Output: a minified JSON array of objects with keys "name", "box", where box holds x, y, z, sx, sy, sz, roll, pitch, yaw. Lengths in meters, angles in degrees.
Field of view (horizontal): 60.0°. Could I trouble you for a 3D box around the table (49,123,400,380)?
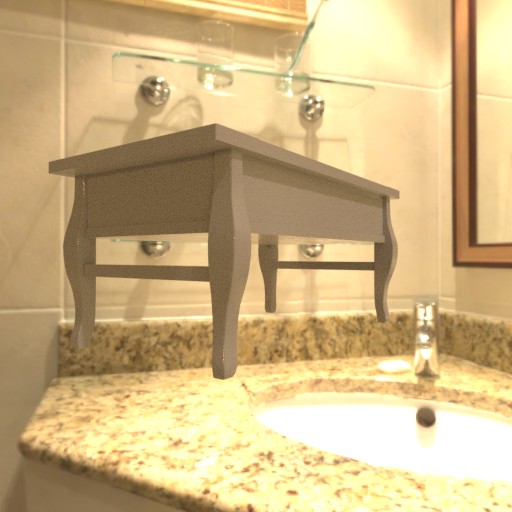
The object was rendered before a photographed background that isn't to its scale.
[{"name":"table","box":[0.000,0.000,1.428,0.600,0.495,1.062,0,0,36]}]
